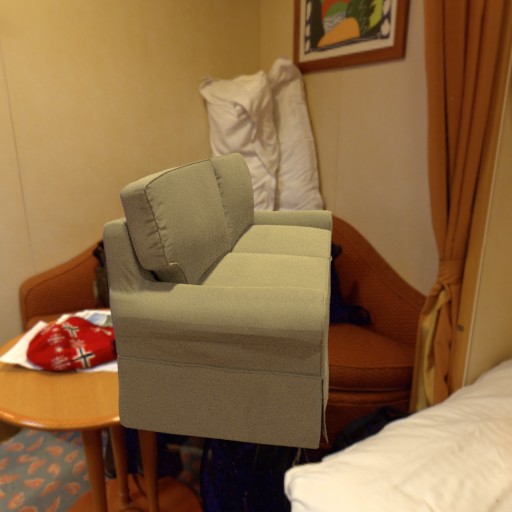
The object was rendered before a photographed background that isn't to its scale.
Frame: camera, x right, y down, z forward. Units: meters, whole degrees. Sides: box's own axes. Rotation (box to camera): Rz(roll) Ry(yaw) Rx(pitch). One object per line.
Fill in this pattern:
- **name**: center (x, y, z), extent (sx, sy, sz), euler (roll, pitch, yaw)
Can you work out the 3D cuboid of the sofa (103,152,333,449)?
- **sofa**: center (0.000, 0.000, 2.385), extent (0.841, 1.024, 1.823), euler (3, 16, 10)
